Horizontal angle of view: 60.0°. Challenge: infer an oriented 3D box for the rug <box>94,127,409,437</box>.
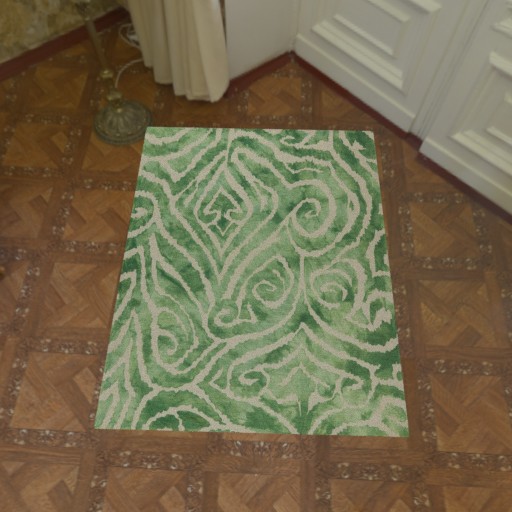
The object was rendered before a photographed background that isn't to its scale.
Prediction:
[{"bbox_3d":[0.000,0.000,4.095,2.436,0.007,3.045,1,64,1],"label":"rug"}]
